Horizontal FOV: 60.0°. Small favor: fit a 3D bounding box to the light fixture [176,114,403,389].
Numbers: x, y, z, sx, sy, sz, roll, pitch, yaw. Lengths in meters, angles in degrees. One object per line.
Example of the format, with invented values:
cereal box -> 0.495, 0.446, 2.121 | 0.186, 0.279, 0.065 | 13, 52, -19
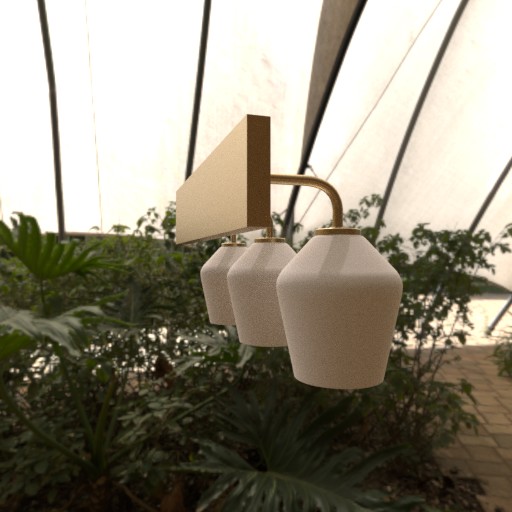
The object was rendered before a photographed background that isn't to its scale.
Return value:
light fixture -> 0.000, 0.000, 0.725 | 0.190, 0.280, 0.609 | 0, 0, -18
